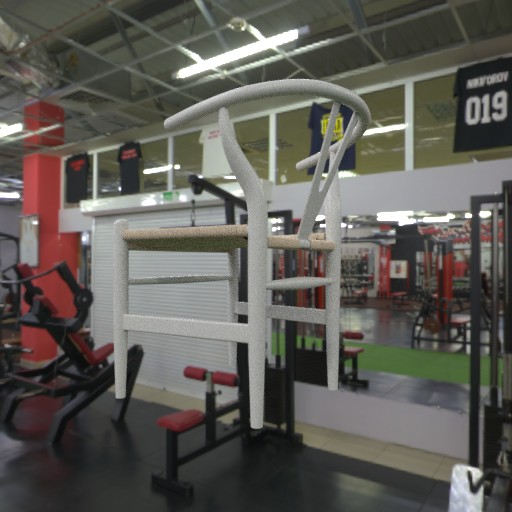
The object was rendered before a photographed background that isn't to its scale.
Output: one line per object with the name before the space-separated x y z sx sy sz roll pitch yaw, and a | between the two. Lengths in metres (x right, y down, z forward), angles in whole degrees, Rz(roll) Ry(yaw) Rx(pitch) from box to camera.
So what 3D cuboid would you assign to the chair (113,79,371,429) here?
chair | 0.000 0.000 1.164 0.579 0.730 0.569 -1 -1 37
